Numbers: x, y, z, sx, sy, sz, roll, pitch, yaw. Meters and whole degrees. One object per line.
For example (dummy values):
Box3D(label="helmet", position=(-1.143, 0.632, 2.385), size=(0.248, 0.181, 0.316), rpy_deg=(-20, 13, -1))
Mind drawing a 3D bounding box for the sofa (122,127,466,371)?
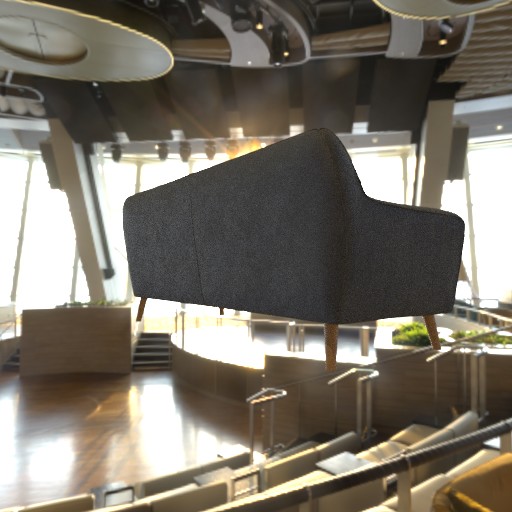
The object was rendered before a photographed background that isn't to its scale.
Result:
Box3D(label="sofa", position=(0.000, 0.000, 2.421), size=(0.841, 0.832, 1.975), rpy_deg=(1, -2, -36))
